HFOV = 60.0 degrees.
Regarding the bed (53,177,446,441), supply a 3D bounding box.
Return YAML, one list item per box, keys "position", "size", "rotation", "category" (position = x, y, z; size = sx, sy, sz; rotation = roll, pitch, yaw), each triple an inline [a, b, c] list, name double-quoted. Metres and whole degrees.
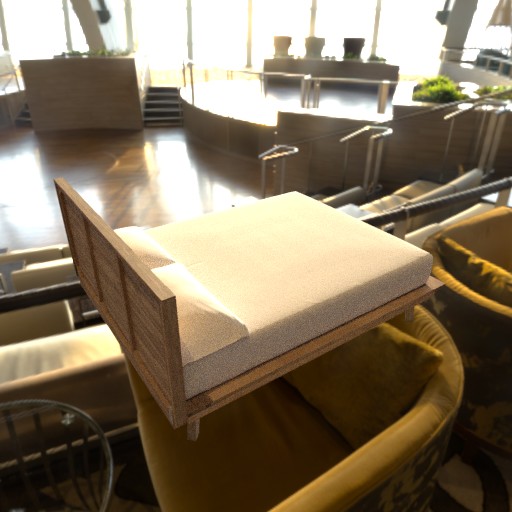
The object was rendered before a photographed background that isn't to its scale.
- position: [0.000, 0.000, 3.167]
  size: [2.145, 1.071, 1.759]
  rotation: [-19, 34, -30]
  category: "bed"
